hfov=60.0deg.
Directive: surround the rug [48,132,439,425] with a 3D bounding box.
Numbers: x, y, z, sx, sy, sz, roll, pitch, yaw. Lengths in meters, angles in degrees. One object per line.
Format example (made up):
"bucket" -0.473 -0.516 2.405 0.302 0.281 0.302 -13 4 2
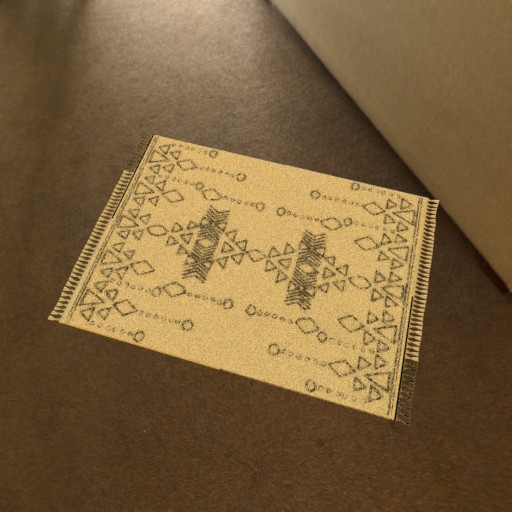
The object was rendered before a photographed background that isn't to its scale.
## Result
"rug" 0.000 0.000 3.031 2.312 0.013 1.600 15 65 7
